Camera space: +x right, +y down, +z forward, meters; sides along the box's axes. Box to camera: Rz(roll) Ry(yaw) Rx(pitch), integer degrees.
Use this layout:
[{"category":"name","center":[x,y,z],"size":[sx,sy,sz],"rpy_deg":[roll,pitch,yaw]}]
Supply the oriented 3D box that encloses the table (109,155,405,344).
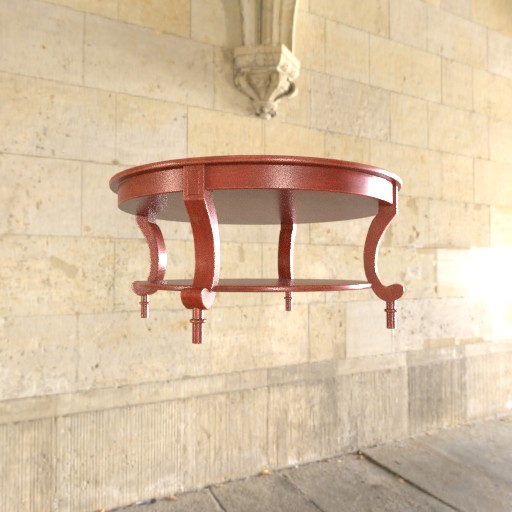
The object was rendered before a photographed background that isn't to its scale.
[{"category":"table","center":[0.000,0.000,1.624],"size":[1.029,0.486,1.029],"rpy_deg":[0,-2,0]}]
